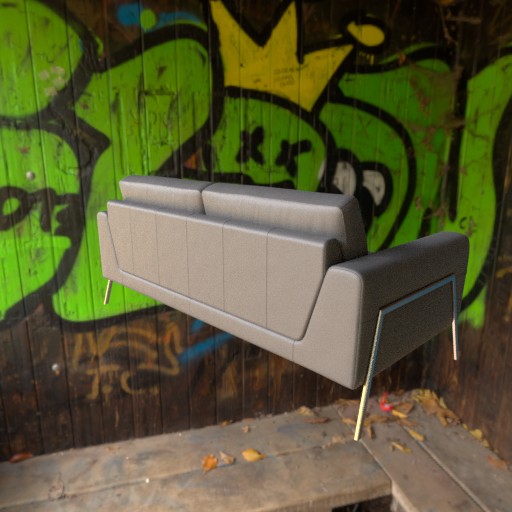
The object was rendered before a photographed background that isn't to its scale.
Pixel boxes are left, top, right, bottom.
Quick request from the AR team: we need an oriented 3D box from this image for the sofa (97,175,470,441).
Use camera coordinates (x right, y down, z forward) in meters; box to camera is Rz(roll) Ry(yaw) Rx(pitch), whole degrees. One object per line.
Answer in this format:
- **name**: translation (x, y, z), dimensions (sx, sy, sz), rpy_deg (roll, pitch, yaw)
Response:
- **sofa**: translation (0.000, 0.000, 2.536), dimensions (0.953, 0.875, 2.017), rpy_deg (-13, 19, -43)
